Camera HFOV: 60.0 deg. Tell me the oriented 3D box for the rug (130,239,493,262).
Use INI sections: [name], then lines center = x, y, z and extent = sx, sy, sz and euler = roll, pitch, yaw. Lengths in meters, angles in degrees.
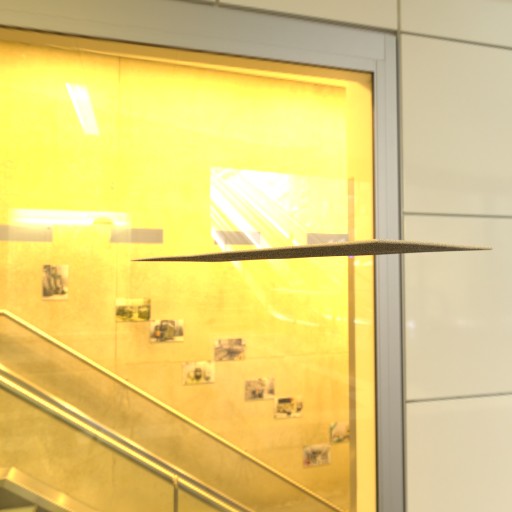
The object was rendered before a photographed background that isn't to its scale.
[rug]
center = 0.000, 0.000, 2.351
extent = 0.645, 0.015, 2.182
euler = 2, -3, -34
